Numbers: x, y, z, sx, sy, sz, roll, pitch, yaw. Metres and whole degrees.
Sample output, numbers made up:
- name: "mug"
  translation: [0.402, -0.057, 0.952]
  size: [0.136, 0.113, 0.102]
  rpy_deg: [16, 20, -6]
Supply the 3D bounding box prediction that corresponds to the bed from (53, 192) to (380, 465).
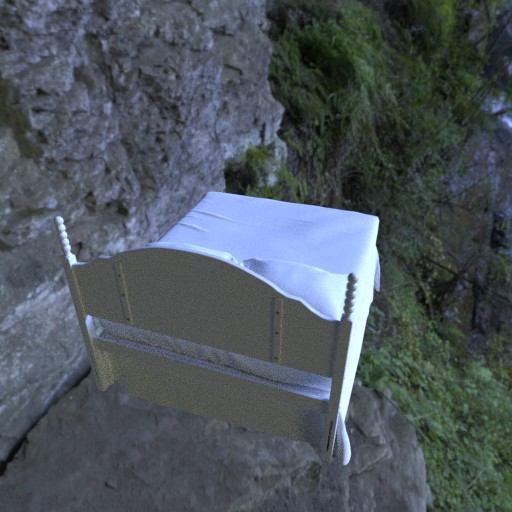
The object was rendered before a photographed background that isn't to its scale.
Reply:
- name: "bed"
  translation: [0.000, 0.000, 3.321]
  size: [1.873, 1.356, 2.040]
  rpy_deg: [11, 34, 16]
